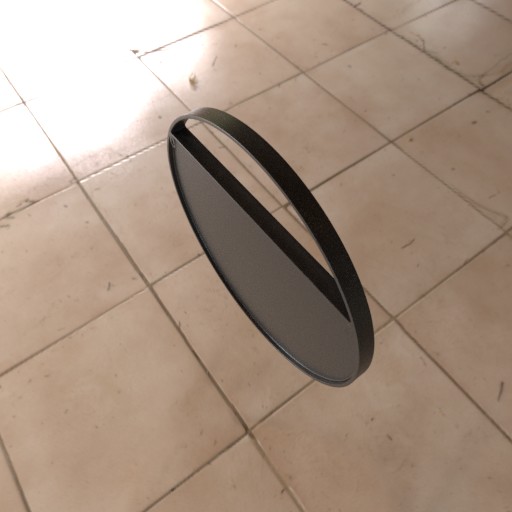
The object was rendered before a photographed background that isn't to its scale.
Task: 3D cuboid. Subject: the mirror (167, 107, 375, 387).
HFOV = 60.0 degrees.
[{"bbox_3d":[0.000,0.000,0.837,0.032,0.565,0.565,-33,64,-19],"label":"mirror"}]
